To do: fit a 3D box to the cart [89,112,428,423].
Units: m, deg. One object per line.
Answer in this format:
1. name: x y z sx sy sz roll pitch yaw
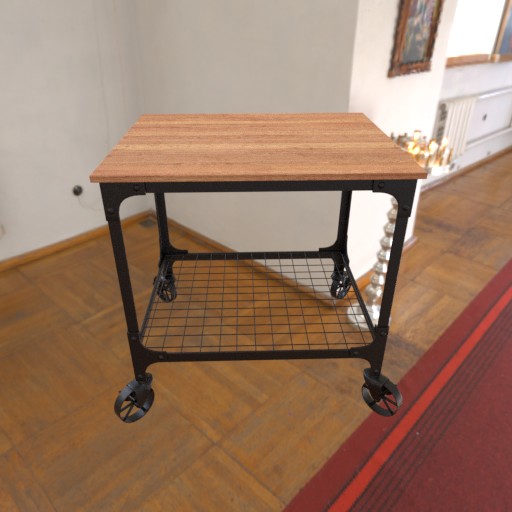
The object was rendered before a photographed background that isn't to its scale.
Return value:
1. cart: 0.000 0.000 1.127 0.666 0.603 0.558 -1 30 -2
